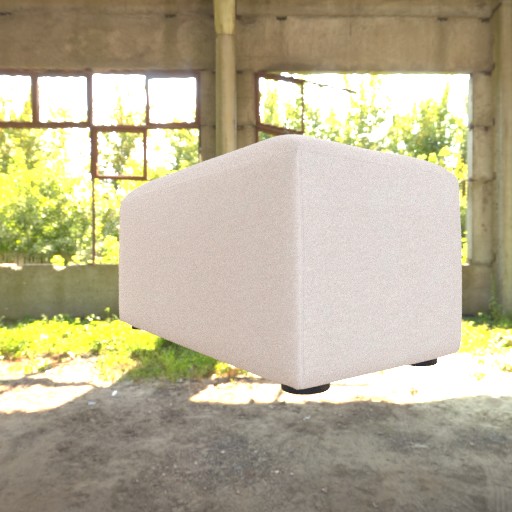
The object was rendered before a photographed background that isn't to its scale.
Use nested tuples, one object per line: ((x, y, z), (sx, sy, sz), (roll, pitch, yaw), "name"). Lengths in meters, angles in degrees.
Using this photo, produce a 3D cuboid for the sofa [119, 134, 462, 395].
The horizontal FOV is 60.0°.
((0.000, 0.000, 1.213), (0.480, 0.470, 0.930), (0, 0, -35), "sofa")
